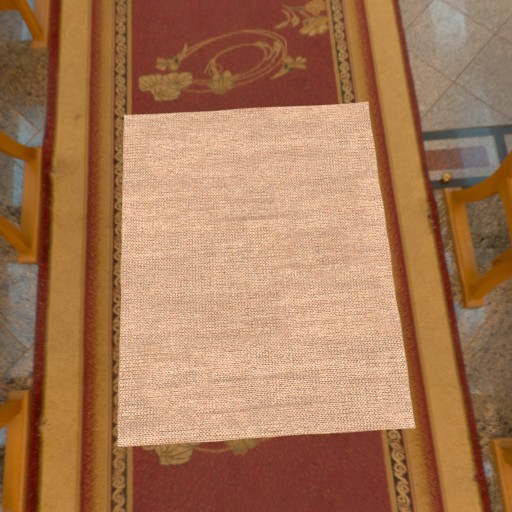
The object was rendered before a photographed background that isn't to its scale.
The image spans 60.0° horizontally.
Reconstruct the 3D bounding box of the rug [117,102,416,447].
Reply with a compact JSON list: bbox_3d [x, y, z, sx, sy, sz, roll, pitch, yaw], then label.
[{"bbox_3d":[0.000,0.000,3.977,2.429,0.030,3.052,-3,74,-1],"label":"rug"}]
